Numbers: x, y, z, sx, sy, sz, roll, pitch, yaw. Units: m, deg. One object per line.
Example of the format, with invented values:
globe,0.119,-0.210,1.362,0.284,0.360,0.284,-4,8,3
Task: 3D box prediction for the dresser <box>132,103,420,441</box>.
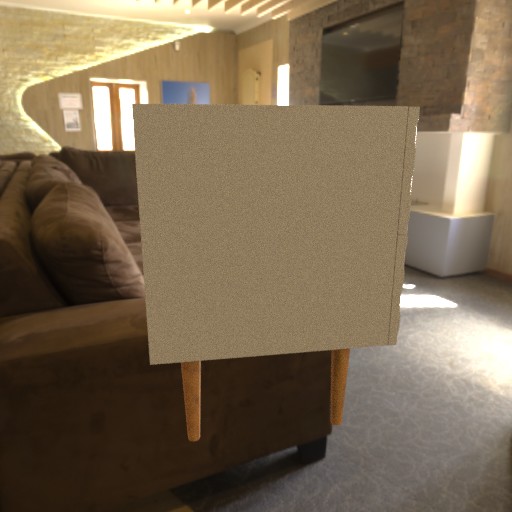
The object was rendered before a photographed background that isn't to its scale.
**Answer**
dresser,0.000,0.000,0.924,0.414,0.568,0.503,-3,16,-9
